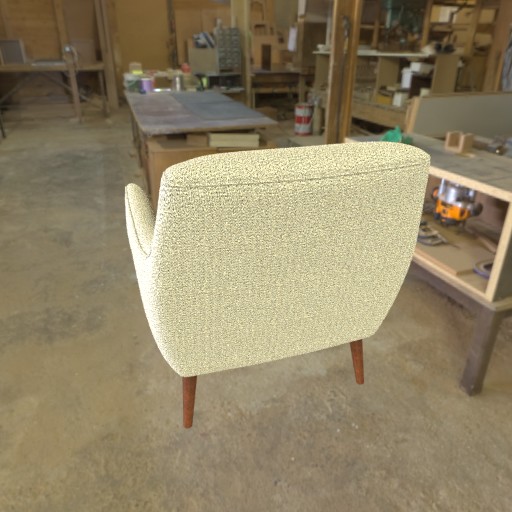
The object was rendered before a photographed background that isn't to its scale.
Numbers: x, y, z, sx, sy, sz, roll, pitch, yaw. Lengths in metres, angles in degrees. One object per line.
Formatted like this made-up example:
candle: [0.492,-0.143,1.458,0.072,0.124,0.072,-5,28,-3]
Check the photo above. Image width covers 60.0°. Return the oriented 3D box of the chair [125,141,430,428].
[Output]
chair: [0.000,0.000,1.435,0.762,0.838,0.787,-8,28,-16]
